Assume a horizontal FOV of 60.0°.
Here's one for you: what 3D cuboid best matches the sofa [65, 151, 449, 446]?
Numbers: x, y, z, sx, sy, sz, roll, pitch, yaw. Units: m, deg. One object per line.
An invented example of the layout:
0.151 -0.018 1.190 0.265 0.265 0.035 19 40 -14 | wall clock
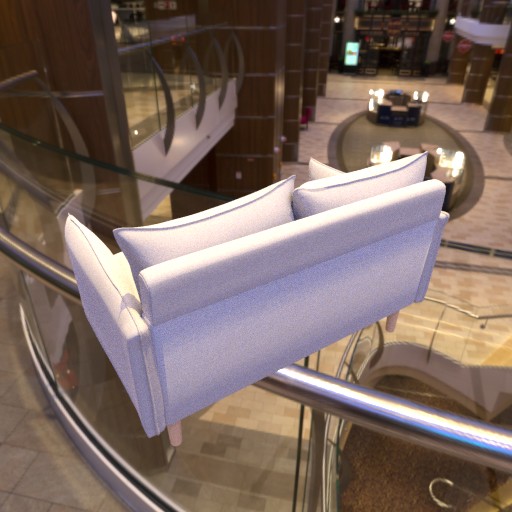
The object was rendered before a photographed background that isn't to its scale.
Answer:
0.000 0.000 1.795 1.300 0.840 0.820 -19 36 -28 | sofa
